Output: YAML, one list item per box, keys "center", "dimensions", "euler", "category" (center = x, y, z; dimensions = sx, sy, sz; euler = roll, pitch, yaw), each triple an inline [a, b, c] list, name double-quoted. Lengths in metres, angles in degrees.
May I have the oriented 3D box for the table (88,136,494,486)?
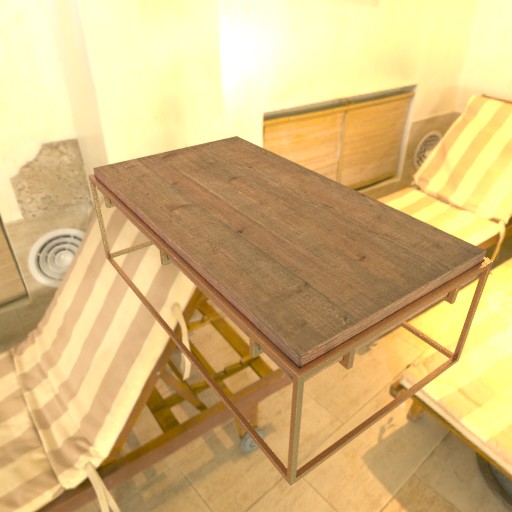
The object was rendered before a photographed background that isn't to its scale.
- center: [0.000, 0.000, 1.730]
  dimensions: [0.775, 0.468, 1.387]
  euler: [-22, 39, -29]
  category: "table"
